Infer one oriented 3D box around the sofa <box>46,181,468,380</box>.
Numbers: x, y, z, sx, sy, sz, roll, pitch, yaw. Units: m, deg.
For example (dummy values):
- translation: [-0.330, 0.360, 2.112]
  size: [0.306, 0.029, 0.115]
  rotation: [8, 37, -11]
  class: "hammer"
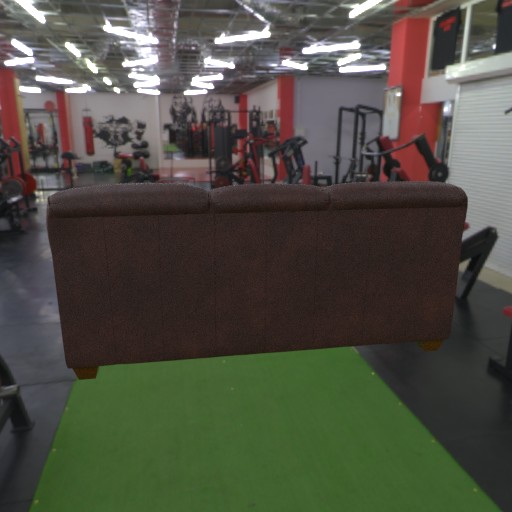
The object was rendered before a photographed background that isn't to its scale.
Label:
- translation: [0.000, 0.000, 2.621]
  size: [2.039, 0.953, 1.008]
  rotation: [-2, 15, -9]
  class: "sofa"
